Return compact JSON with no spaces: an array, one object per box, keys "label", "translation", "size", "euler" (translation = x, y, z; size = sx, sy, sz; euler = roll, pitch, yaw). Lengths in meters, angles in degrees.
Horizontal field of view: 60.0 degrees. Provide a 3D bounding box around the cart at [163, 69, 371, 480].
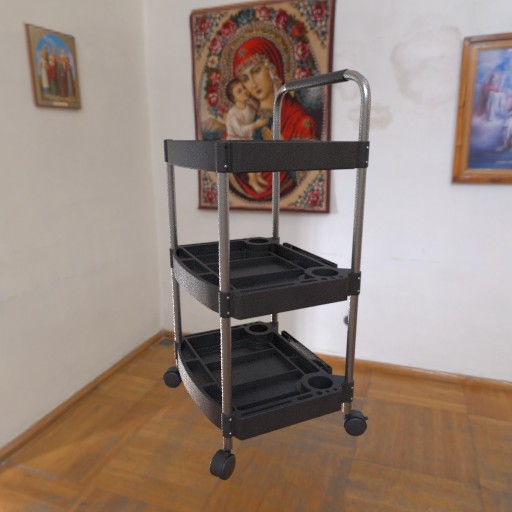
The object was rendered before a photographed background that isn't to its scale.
[{"label":"cart","translation":[0.000,0.000,1.390],"size":[0.518,1.075,0.584],"euler":[-7,17,-24]}]
